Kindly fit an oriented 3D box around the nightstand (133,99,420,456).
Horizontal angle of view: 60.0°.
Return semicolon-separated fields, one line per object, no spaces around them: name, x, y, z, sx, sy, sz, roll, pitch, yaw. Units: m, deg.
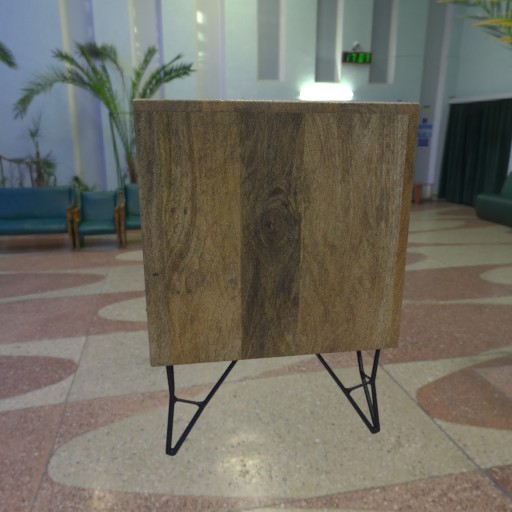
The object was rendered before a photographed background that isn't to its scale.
nightstand;0.000;0.000;0.895;0.406;0.559;0.457;-2;15;-9
